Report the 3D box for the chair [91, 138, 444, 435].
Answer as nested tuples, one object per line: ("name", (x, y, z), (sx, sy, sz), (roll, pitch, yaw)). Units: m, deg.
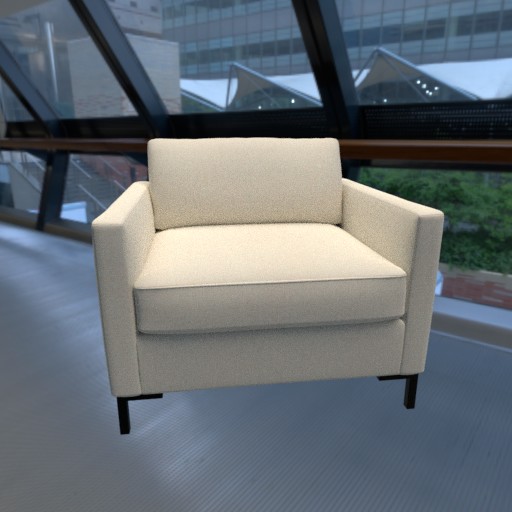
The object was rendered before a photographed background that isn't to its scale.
("chair", (0.000, 0.000, 1.593), (0.964, 0.806, 0.875), (-2, 17, -8))
